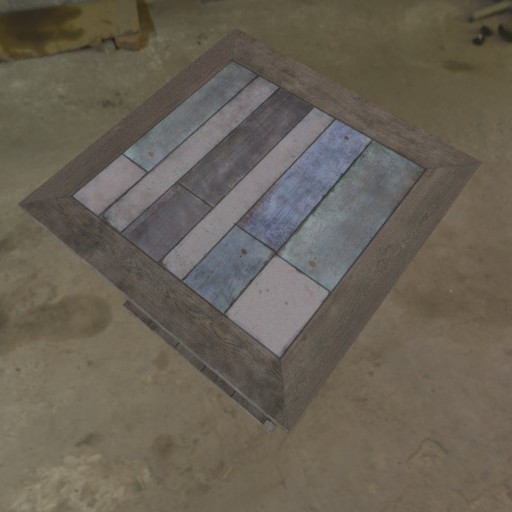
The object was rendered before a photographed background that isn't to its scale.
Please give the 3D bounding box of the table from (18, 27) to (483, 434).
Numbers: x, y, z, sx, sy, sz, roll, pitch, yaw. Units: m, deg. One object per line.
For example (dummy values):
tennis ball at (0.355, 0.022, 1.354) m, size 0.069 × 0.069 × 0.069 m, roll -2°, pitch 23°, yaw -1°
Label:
table at (0.000, 0.000, 1.089) m, size 0.610 × 0.610 × 0.610 m, roll 36°, pitch 69°, yaw 16°
